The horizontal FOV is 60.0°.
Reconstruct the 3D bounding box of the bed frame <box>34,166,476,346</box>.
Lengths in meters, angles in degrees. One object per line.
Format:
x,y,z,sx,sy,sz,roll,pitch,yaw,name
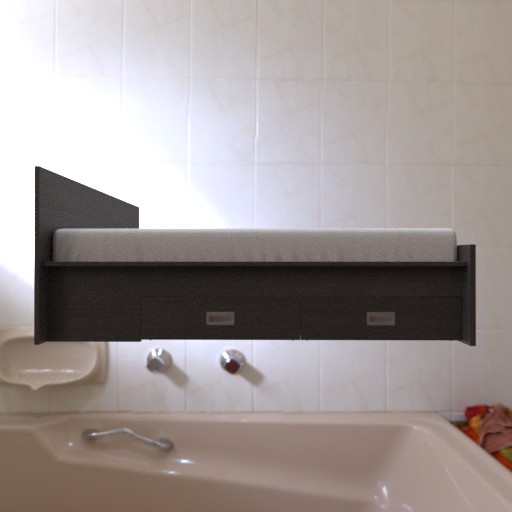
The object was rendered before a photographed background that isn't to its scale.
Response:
0.000,0.000,2.778,1.960,0.800,1.622,0,0,1,bed frame
